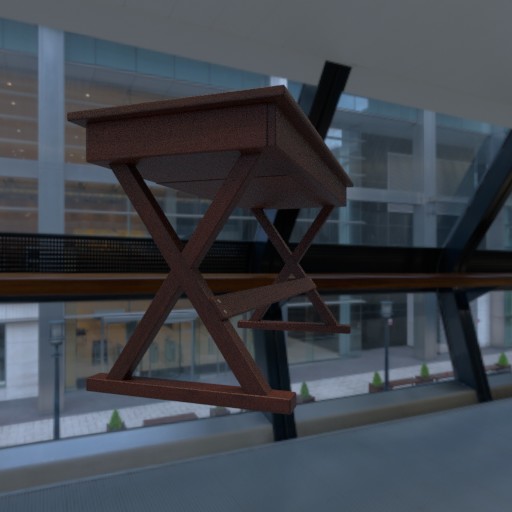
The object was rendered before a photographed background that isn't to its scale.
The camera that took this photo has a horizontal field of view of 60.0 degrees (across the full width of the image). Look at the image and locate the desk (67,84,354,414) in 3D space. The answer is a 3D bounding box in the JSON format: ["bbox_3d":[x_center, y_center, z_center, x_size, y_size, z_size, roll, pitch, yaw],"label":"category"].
[{"bbox_3d":[0.000,0.000,1.731,0.600,0.761,1.372,0,0,19],"label":"desk"}]
